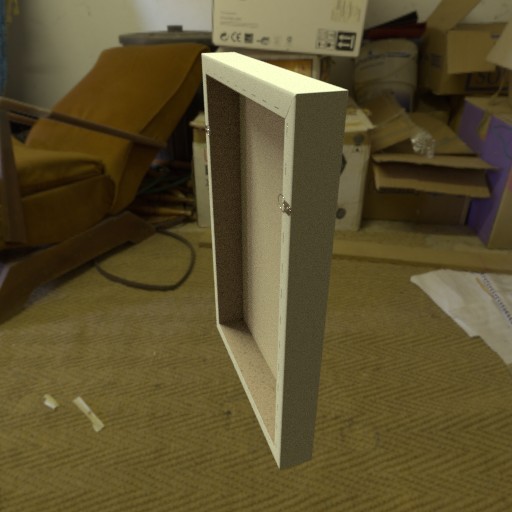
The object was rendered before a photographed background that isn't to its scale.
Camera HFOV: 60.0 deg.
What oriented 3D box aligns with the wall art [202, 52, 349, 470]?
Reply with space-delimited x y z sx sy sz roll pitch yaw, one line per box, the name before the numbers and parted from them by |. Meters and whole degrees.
wall art | 0.000 0.000 0.483 0.039 0.381 0.252 -10 32 -17
